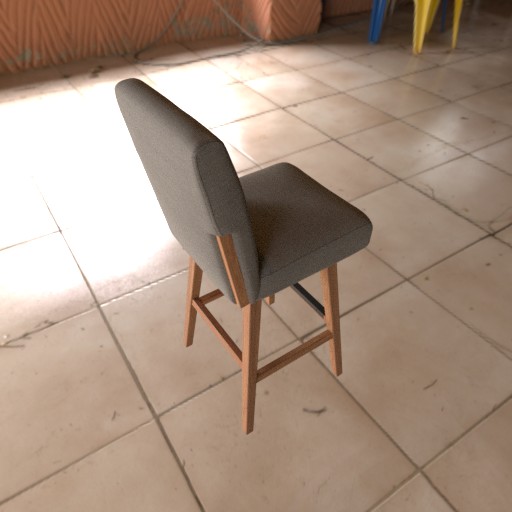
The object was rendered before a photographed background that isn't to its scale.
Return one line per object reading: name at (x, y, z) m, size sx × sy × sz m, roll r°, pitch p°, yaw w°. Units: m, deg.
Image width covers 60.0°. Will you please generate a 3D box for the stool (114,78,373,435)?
stool at (0.000, 0.000, 1.412) m, size 0.570 × 1.112 × 0.483 m, roll -24°, pitch 47°, yaw -25°
